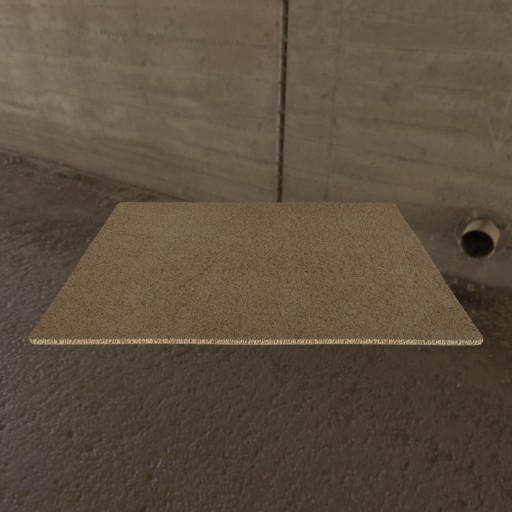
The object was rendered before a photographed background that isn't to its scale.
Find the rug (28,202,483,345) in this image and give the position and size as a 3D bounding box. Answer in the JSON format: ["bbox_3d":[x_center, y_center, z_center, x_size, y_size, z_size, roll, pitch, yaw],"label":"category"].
[{"bbox_3d":[0.000,0.000,2.065,1.600,0.025,1.199,0,30,0],"label":"rug"}]
